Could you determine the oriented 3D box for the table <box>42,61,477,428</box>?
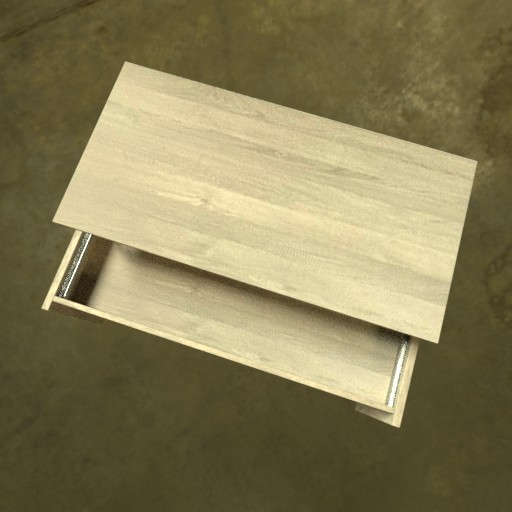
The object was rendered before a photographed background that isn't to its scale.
[{"bbox_3d":[0.000,0.000,1.400,1.000,0.570,0.712,17,77,4],"label":"table"}]
